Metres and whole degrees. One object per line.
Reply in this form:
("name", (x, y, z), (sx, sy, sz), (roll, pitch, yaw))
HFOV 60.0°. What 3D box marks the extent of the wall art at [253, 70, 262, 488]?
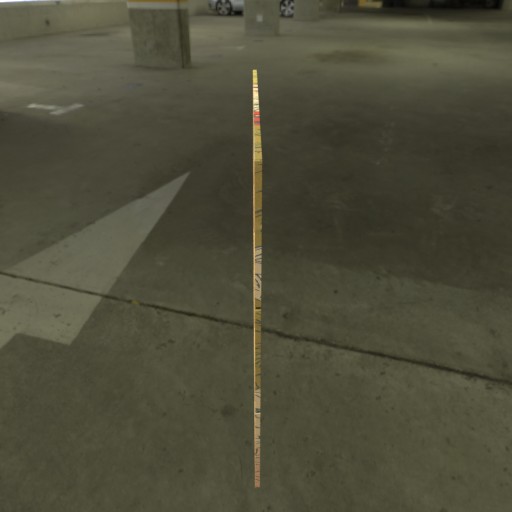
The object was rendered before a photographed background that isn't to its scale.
("wall art", (0.000, 0.000, 1.342), (0.013, 0.913, 0.904), (0, 31, 0))
